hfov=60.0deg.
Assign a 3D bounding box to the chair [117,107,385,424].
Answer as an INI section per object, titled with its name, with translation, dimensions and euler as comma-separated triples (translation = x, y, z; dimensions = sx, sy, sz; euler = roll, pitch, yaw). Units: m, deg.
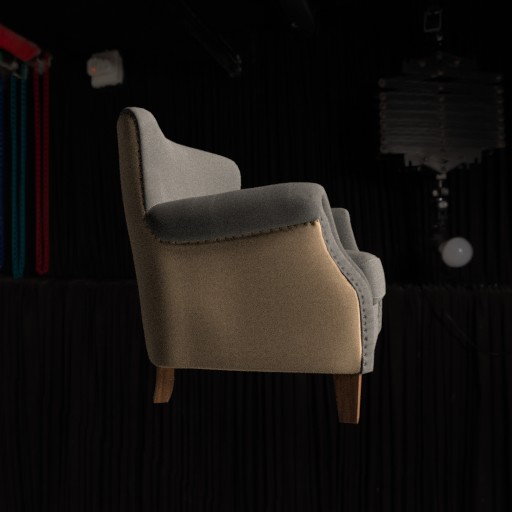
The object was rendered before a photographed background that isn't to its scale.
[chair]
translation = 0.000, 0.000, 1.643
dimensions = 0.921, 0.936, 0.861
euler = 0, 0, 18
